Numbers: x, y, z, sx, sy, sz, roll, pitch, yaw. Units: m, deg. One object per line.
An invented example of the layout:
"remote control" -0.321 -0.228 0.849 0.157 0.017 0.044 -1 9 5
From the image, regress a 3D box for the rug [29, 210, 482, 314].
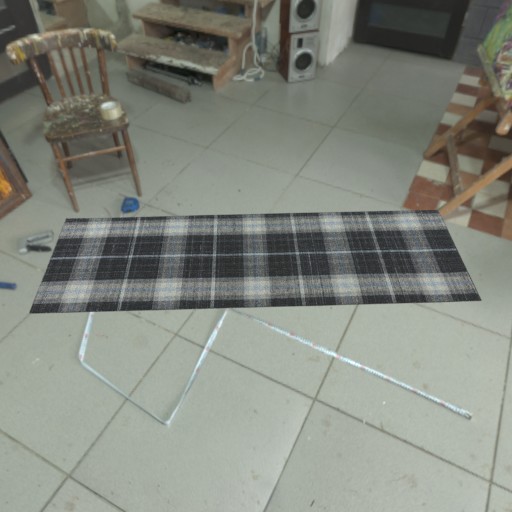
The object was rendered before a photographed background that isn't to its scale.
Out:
"rug" 0.000 0.000 2.636 2.434 0.012 0.760 -1 47 -1
